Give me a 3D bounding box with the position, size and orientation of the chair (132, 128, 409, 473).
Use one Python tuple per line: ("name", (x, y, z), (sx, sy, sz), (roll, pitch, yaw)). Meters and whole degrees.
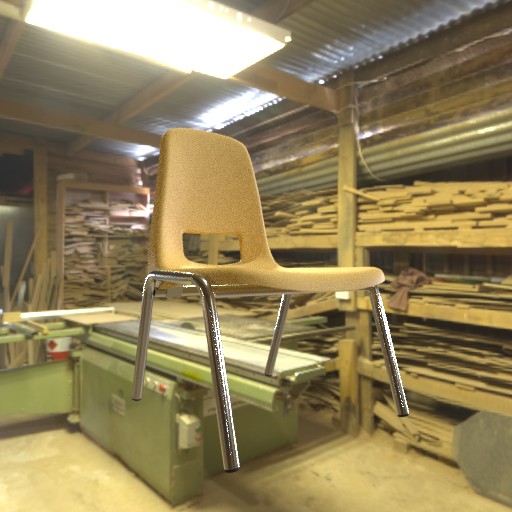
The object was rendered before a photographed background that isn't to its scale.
("chair", (0.000, 0.000, 0.789), (0.354, 0.536, 0.385), (1, -2, -36))
